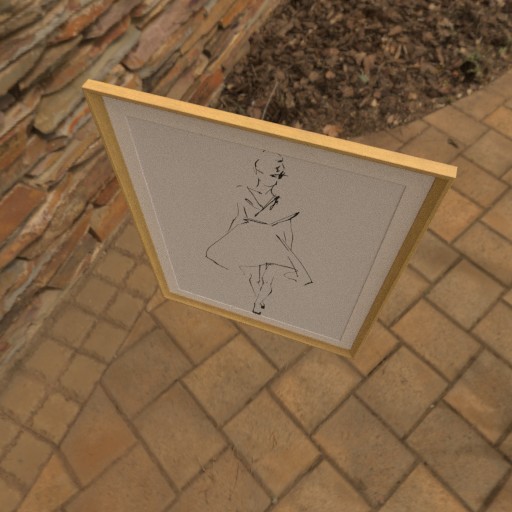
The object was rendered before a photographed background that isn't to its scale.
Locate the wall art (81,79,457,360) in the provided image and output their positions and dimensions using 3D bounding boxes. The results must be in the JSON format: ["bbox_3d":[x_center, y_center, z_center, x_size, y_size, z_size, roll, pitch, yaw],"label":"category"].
[{"bbox_3d":[0.000,0.000,1.326,0.798,1.002,0.030,17,59,10],"label":"wall art"}]
